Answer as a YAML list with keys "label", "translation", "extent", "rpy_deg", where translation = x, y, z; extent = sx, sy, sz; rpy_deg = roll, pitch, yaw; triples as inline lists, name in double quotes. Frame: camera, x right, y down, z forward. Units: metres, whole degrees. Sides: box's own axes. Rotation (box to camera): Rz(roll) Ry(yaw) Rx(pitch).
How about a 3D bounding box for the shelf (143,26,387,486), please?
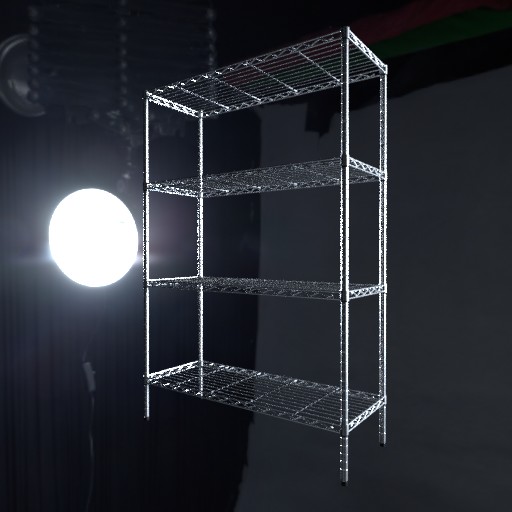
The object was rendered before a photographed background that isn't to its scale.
- label: "shelf"
  translation: [0.000, 0.000, 1.708]
  extent: [0.907, 1.360, 0.352]
  rpy_deg: [0, 1, 36]
